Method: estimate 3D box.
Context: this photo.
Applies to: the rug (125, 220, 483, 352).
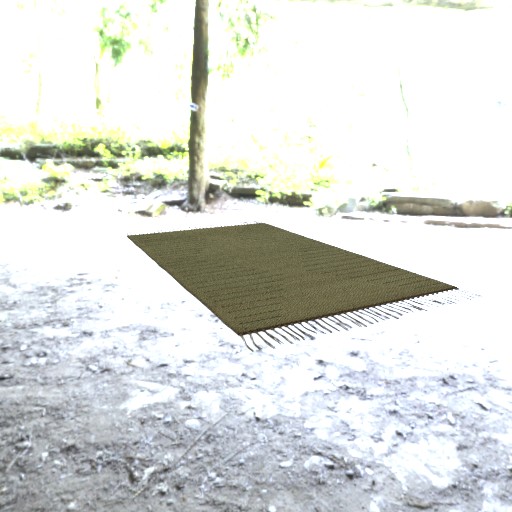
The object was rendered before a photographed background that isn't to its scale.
[{"bbox_3d":[0.000,0.000,2.054,0.905,0.017,1.718,-7,16,-27],"label":"rug"}]
